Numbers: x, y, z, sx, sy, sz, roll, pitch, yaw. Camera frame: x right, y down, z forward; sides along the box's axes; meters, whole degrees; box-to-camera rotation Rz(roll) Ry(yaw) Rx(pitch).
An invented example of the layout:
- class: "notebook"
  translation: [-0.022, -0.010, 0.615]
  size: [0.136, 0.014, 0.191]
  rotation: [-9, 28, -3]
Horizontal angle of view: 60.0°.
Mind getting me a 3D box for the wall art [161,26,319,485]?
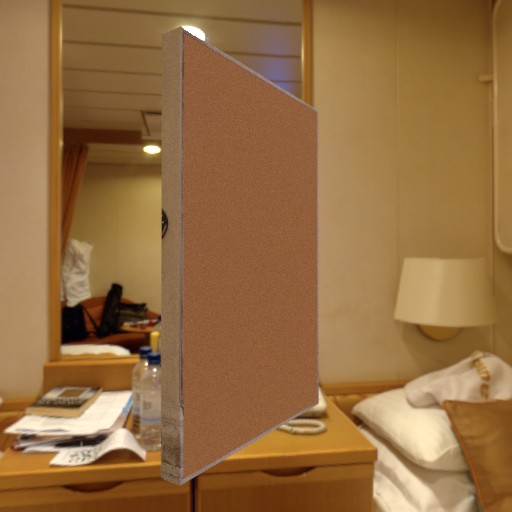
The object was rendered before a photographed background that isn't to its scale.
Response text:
- class: "wall art"
  translation: [0.000, 0.000, 0.761]
  size: [0.036, 0.607, 0.403]
  rotation: [0, -1, 35]
